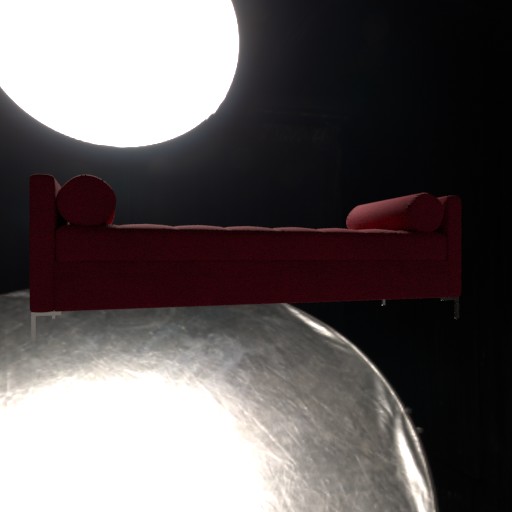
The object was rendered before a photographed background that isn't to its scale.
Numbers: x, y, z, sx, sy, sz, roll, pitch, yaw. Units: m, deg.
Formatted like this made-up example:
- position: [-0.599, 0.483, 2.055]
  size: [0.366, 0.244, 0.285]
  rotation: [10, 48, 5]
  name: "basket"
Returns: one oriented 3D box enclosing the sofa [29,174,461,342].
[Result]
- position: [0.000, 0.000, 2.257]
  size: [1.981, 0.635, 0.686]
  rotation: [0, 0, -18]
  name: "sofa"
